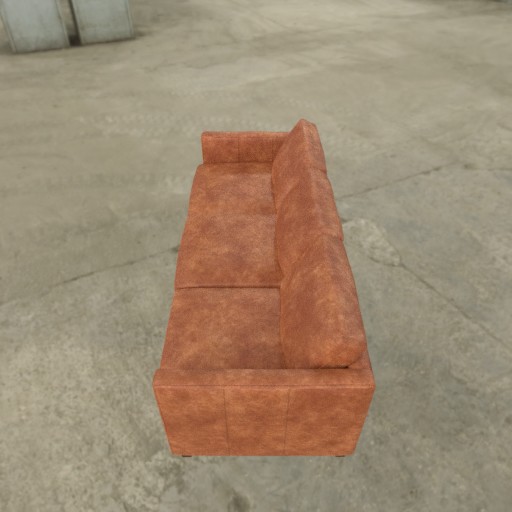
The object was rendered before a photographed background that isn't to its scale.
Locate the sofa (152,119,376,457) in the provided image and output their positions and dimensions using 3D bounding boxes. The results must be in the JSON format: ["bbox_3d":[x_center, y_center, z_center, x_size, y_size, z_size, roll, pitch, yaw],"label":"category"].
[{"bbox_3d":[0.000,0.000,3.022,1.045,1.006,2.464,0,41,0],"label":"sofa"}]
